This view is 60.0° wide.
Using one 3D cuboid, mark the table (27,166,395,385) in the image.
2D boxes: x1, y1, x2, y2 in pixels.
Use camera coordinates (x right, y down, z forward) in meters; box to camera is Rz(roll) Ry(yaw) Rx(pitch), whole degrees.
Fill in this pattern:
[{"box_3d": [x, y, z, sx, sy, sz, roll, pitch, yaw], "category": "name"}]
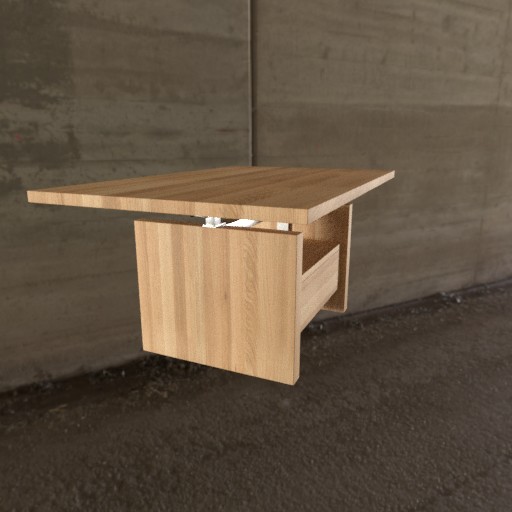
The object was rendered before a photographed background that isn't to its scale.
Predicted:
[{"box_3d": [0.000, 0.000, 1.465, 0.700, 0.510, 1.100, 7, 16, 24], "category": "table"}]
